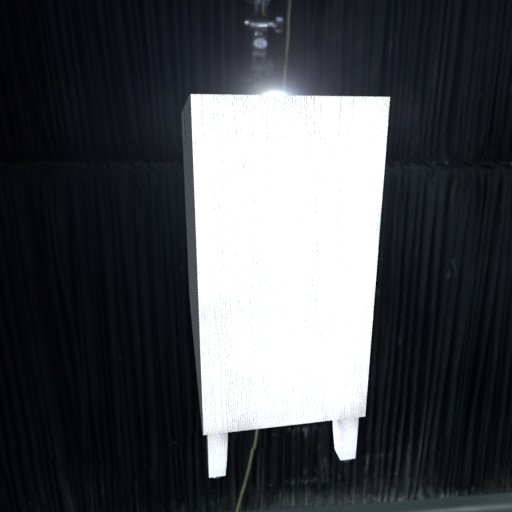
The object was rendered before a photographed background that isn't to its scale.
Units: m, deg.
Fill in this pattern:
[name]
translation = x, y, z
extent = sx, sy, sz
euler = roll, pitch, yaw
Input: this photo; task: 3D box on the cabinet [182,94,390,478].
[cabinet]
translation = 0.000, 0.000, 1.235
extent = 0.370, 0.787, 0.781
euler = -3, 16, -10
